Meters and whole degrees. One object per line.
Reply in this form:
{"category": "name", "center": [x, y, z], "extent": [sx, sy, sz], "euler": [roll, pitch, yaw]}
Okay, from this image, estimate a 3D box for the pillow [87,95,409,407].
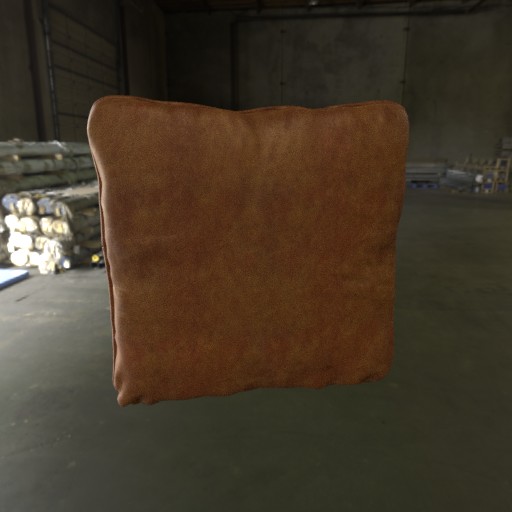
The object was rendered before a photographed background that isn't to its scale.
{"category": "pillow", "center": [0.000, 0.000, 0.727], "extent": [0.489, 0.490, 0.130], "euler": [-2, 14, -9]}
